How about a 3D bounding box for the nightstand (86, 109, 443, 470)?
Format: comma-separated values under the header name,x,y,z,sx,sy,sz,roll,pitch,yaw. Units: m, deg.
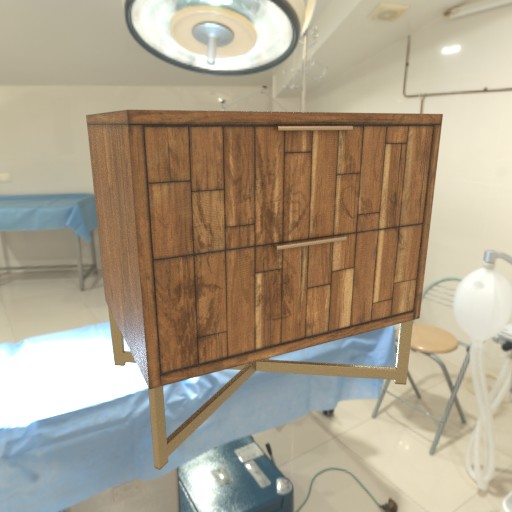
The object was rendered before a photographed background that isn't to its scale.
name,x,y,z,sx,sy,sz,roll,pitch,yaw
nightstand,0.000,0.000,1.002,0.610,0.610,0.446,-8,19,-26
